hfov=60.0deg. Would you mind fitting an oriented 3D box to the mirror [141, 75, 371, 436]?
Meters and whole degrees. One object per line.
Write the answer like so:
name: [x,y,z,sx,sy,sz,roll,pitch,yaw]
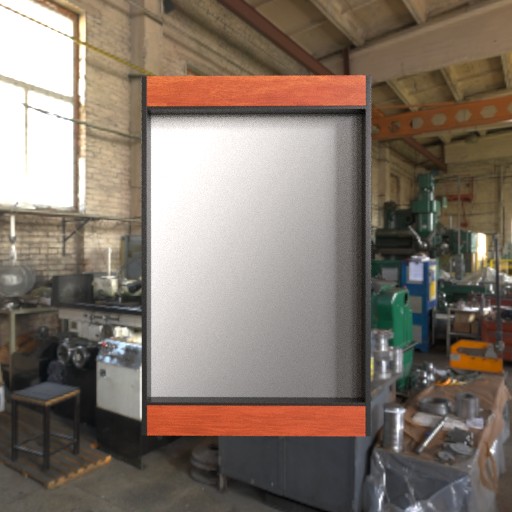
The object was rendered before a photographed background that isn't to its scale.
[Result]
mirror: [0.000,0.000,1.036,0.525,0.823,0.047,0,0,1]
